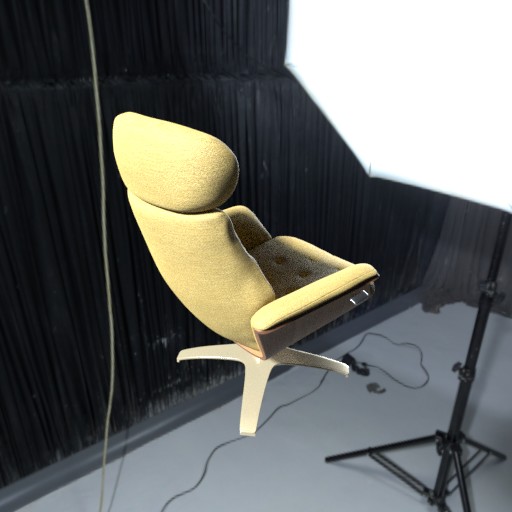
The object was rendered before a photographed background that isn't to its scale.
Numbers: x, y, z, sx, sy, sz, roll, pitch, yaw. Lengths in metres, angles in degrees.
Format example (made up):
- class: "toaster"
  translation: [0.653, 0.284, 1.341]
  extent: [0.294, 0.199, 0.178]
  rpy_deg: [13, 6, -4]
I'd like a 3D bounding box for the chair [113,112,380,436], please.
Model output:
- class: "chair"
  translation: [0.000, 0.000, 1.562]
  extent: [0.837, 0.995, 0.785]
  rpy_deg: [-17, 30, -33]
